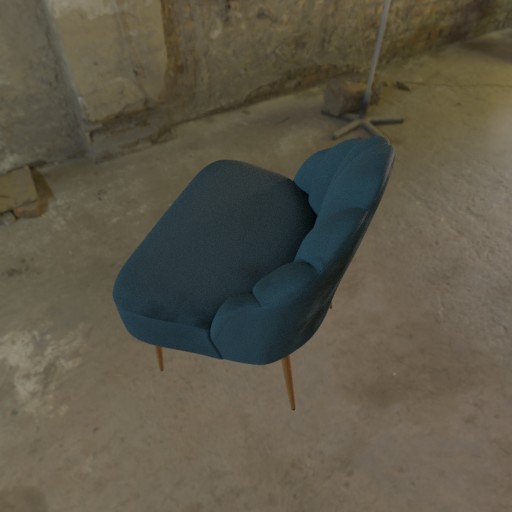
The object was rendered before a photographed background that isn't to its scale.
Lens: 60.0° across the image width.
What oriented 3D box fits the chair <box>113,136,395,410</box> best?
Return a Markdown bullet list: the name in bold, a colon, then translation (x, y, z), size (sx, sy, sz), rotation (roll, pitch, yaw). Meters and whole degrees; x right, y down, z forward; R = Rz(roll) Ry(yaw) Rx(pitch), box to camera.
- **chair**: translation (0.000, 0.000, 1.266), size (0.599, 0.819, 0.657), rotation (17, 50, 15)
